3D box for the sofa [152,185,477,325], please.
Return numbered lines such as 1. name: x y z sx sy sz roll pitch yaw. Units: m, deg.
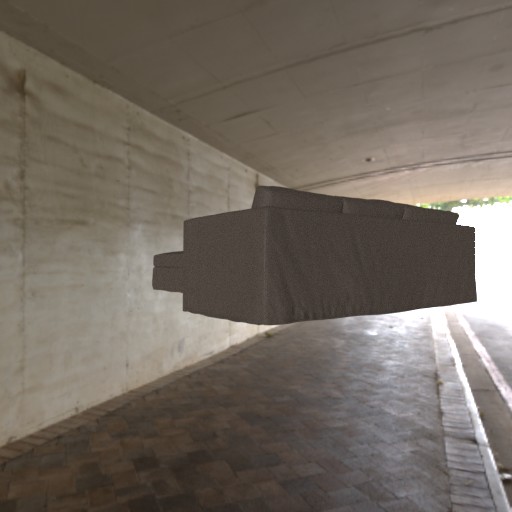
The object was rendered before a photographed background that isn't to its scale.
1. sofa: 0.000 0.000 4.661 2.476 0.878 3.528 0 -1 -37
